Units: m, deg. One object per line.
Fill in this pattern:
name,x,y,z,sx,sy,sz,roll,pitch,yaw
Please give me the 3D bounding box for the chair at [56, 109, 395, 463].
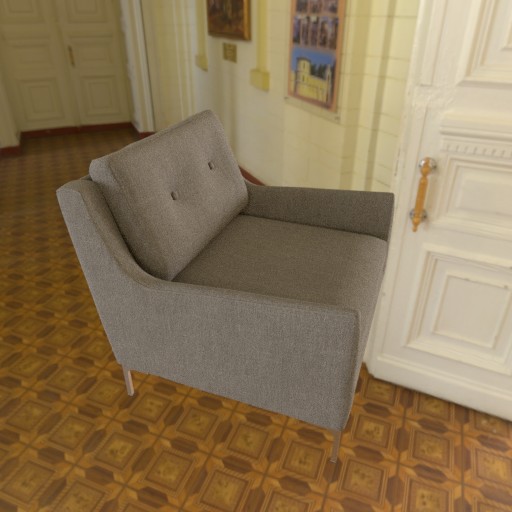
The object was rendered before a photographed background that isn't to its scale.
chair,0.000,0.000,1.552,0.849,0.828,0.847,11,32,18
